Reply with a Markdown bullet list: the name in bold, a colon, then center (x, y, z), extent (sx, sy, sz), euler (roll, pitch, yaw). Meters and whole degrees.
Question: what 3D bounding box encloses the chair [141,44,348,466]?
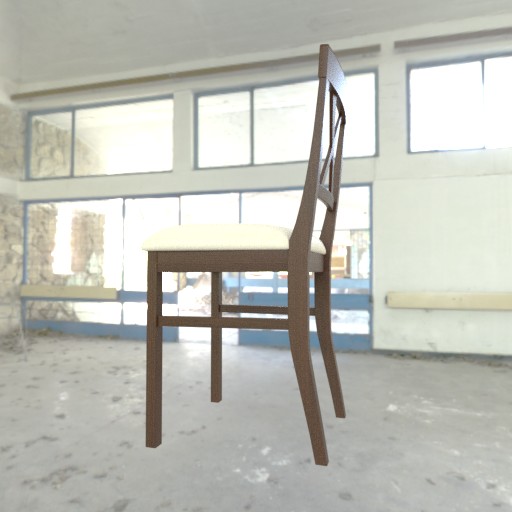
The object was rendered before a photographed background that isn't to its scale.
- **chair**: center (0.000, 0.000, 1.191), extent (0.480, 0.913, 0.440), euler (-1, -2, 18)
